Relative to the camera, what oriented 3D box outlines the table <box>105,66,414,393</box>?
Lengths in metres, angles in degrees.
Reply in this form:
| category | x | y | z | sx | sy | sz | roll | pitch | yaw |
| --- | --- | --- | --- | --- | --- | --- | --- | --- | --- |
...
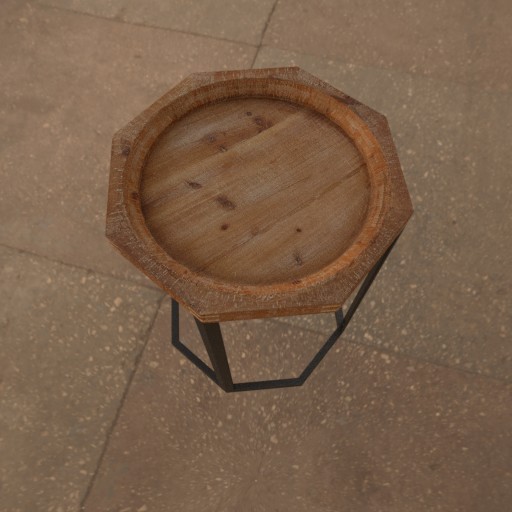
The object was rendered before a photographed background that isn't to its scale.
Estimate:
| category | x | y | z | sx | sy | sz | roll | pitch | yaw |
| --- | --- | --- | --- | --- | --- | --- | --- | --- | --- |
| table | 0.000 | 0.000 | 0.885 | 0.458 | 0.543 | 0.458 | 16 | 64 | 8 |
